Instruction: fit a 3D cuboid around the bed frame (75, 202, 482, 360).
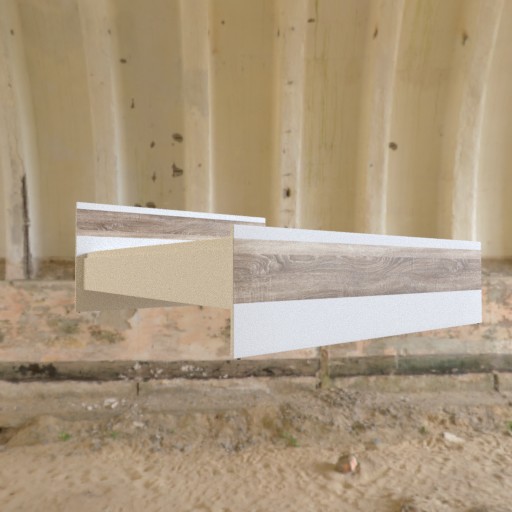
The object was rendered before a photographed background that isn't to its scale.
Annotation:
[{"bbox_3d":[0.000,0.000,2.885,1.720,0.800,2.060,1,-2,-36],"label":"bed frame"}]
